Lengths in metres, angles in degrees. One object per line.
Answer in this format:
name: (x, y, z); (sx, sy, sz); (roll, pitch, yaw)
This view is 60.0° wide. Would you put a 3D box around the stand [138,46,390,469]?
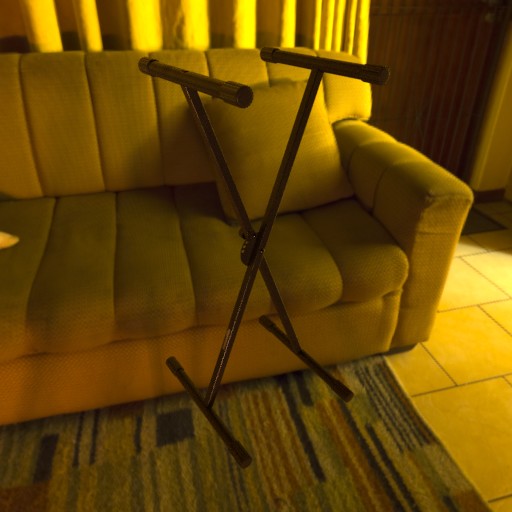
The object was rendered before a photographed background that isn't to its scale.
stand: (0.000, 0.000, 1.157); (0.409, 0.940, 0.449); (-20, 37, -29)
